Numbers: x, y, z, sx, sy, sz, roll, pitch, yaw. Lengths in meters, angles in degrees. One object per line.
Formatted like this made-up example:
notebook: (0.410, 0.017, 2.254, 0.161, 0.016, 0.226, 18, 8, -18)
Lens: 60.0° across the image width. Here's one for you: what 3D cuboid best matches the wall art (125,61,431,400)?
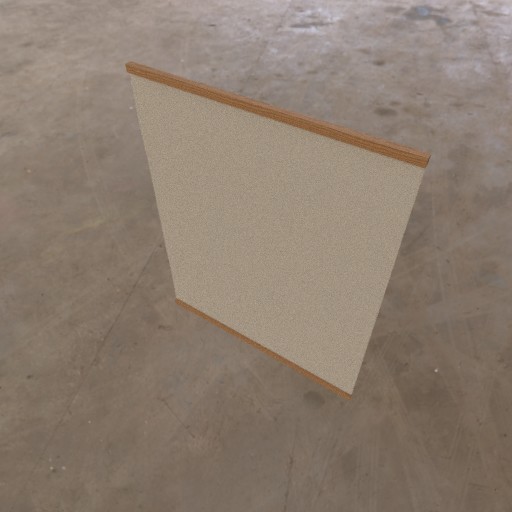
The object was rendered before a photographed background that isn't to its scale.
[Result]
wall art: (0.000, 0.000, 0.690, 0.404, 0.507, 0.010, 25, 51, 22)
